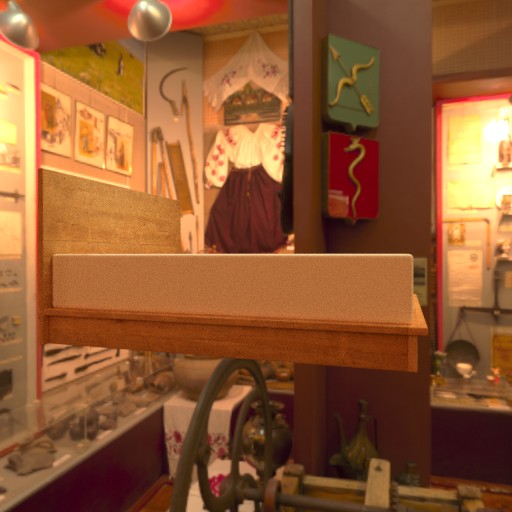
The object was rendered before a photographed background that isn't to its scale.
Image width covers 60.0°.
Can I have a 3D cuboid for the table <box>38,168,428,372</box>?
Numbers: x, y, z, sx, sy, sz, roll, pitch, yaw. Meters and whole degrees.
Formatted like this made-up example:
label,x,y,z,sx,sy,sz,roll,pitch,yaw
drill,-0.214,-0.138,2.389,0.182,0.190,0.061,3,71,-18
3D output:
label,x,y,z,sx,sy,sz,roll,pitch,yaw
table,0.000,0.000,3.087,2.149,1.041,1.707,0,0,18
